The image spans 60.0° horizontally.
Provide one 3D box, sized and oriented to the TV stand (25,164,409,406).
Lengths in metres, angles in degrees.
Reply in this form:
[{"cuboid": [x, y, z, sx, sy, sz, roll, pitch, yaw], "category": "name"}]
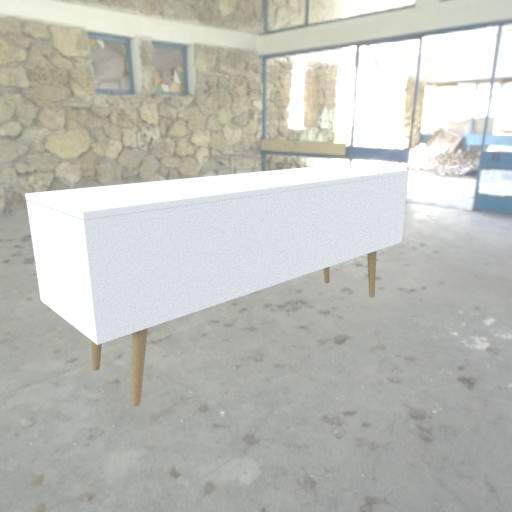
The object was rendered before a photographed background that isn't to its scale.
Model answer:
[{"cuboid": [0.000, 0.000, 1.626, 1.398, 0.560, 0.401, -15, 22, -41], "category": "TV stand"}]
